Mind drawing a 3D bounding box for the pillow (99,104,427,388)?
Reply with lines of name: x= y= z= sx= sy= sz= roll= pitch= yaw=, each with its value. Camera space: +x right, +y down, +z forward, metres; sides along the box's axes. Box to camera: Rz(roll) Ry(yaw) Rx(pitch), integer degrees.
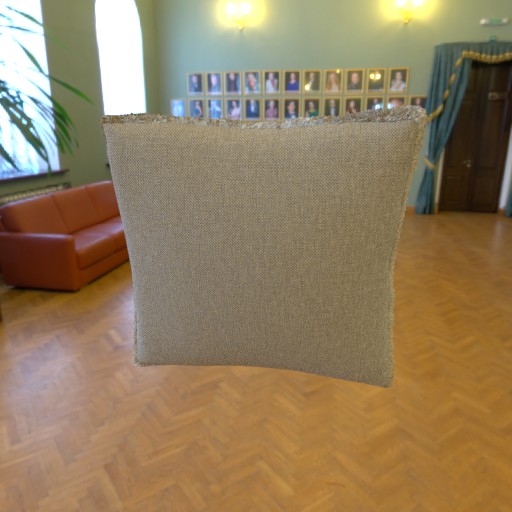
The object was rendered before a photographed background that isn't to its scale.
pillow: x=0.000 y=0.000 z=0.810 sx=0.529 sy=0.515 sz=0.218 roll=3 pitch=16 yaw=9
